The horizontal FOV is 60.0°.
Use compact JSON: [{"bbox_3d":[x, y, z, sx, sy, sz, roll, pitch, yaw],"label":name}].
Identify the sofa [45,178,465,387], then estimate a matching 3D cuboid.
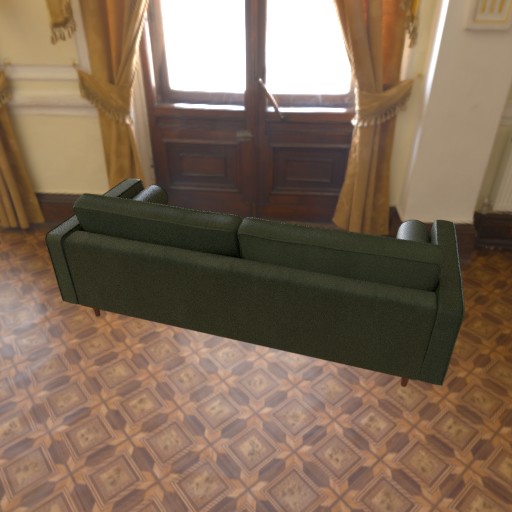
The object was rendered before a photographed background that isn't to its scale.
[{"bbox_3d":[0.000,0.000,2.644,2.199,0.769,0.918,10,34,15],"label":"sofa"}]
